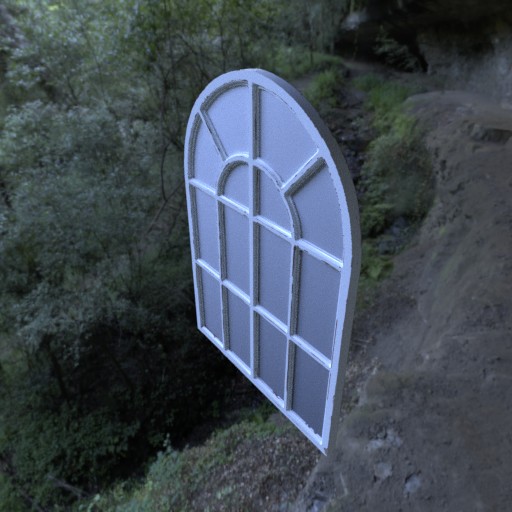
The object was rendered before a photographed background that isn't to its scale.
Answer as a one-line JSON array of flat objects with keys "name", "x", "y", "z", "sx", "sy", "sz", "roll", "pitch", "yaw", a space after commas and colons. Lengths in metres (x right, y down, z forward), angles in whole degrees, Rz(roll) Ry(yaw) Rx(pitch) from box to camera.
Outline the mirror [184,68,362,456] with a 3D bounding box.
[{"name": "mirror", "x": 0.000, "y": 0.000, "z": 1.175, "sx": 0.032, "sy": 0.920, "sz": 0.660, "roll": -21, "pitch": 37, "yaw": -31}]
